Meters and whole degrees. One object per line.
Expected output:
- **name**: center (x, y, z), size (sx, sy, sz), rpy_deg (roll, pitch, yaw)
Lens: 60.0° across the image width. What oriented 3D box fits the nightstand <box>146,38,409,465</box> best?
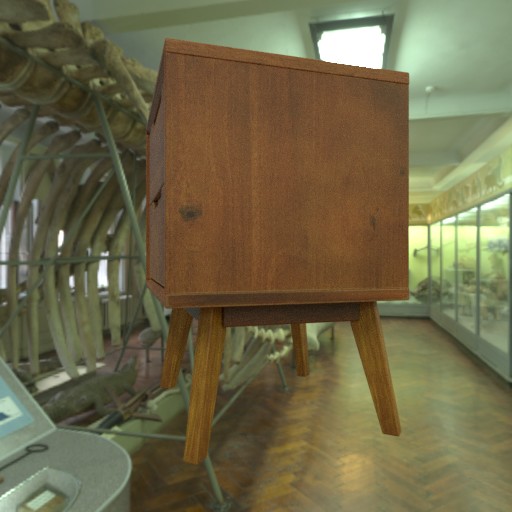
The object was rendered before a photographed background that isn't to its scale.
- **nightstand**: center (0.000, 0.000, 0.907), size (0.411, 0.618, 0.460), rpy_deg (0, 0, -17)
